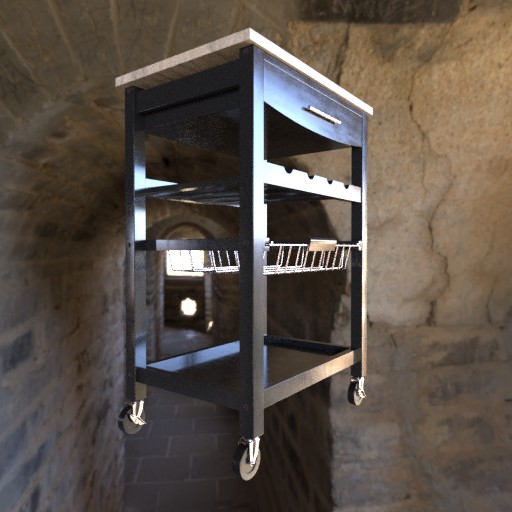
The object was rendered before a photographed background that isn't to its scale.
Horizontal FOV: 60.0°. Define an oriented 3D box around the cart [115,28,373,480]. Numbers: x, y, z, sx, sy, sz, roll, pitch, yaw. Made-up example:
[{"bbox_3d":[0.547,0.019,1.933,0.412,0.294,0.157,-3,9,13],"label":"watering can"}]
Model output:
[{"bbox_3d":[0.000,0.000,1.153,0.403,0.839,0.584,1,1,37],"label":"cart"}]
